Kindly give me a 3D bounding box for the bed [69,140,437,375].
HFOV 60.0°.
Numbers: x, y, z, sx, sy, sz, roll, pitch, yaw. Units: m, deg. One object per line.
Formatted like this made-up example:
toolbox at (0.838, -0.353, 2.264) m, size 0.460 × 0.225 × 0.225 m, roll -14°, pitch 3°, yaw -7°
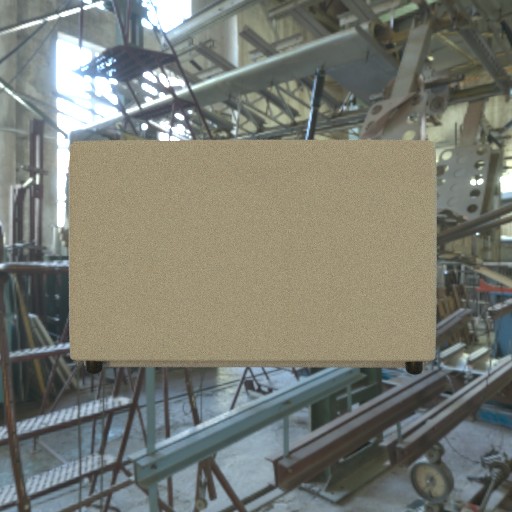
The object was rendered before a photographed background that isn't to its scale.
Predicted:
bed at (0.000, 0.000, 3.596) m, size 2.119 × 1.317 × 2.341 m, roll 0°, pitch 0°, yaw 0°
